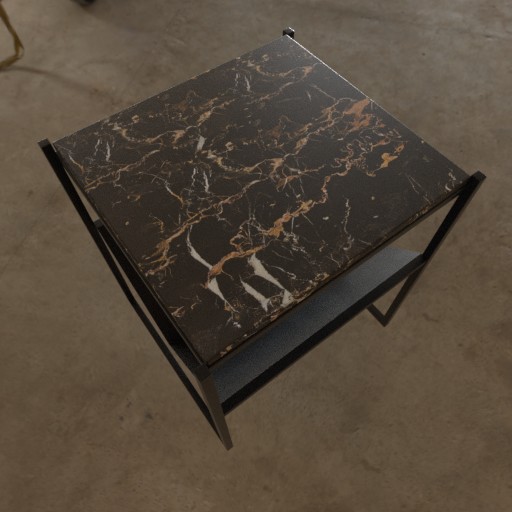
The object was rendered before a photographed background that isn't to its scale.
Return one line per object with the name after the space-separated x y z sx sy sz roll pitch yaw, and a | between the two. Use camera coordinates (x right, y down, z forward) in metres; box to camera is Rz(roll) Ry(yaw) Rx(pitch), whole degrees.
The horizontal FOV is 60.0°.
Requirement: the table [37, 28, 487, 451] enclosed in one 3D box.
0.000 0.000 0.852 0.469 0.534 0.432 -33 64 -18 | table
